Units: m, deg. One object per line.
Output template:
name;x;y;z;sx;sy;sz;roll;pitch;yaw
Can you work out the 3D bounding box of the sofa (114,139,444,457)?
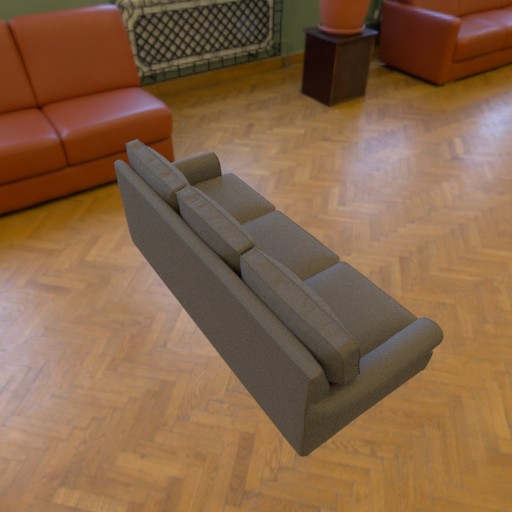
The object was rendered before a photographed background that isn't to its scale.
sofa;0.000;0.000;2.882;0.966;0.948;2.353;-25;47;-26
